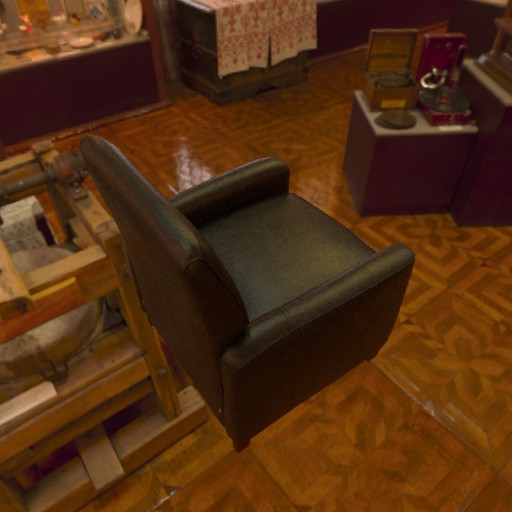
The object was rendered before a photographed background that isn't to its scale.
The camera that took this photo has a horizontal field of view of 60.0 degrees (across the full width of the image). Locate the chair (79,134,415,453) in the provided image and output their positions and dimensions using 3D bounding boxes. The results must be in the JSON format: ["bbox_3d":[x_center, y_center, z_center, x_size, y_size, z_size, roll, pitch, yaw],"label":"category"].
[{"bbox_3d":[0.000,0.000,1.628,0.864,1.014,0.848,-26,48,-25],"label":"chair"}]
